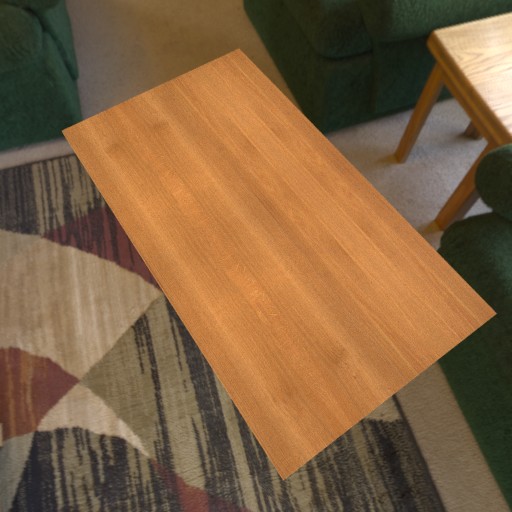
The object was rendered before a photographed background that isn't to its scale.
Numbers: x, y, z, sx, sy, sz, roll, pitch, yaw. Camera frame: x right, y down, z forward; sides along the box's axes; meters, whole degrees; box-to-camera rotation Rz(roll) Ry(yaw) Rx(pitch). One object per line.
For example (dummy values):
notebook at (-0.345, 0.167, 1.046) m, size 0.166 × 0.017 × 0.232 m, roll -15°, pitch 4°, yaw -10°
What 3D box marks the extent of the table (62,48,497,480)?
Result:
table at (0.000, 0.000, 2.032) m, size 0.900 × 0.750 × 1.600 m, roll -31°, pitch 68°, yaw -15°
